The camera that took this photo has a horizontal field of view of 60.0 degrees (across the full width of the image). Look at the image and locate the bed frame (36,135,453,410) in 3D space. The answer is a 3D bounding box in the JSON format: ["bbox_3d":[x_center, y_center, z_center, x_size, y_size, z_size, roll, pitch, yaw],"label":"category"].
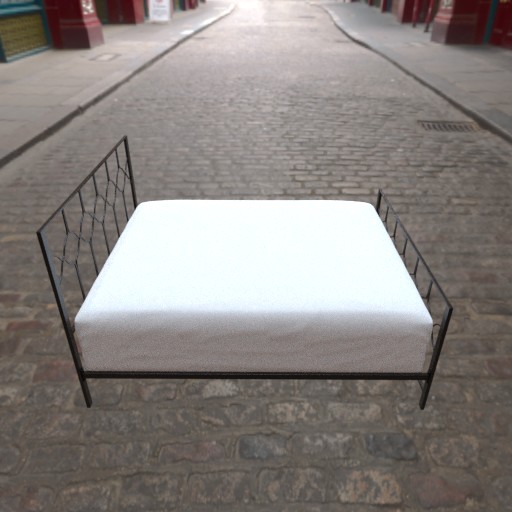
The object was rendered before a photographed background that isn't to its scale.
[{"bbox_3d":[0.000,0.000,3.079,2.063,1.222,1.597,0,31,0],"label":"bed frame"}]
